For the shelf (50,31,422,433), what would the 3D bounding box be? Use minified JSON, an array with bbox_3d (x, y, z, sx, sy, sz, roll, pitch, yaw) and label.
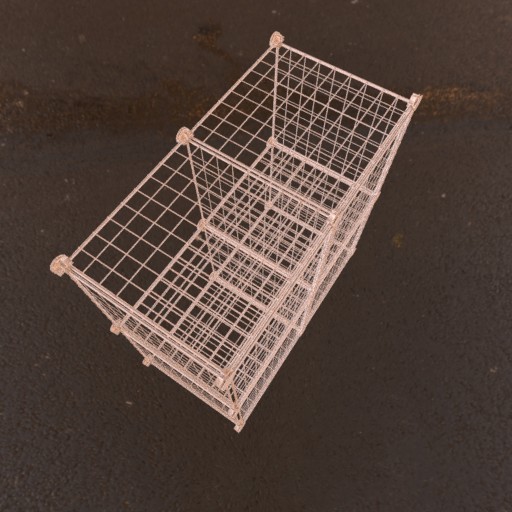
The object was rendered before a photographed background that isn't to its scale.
[{"bbox_3d":[0.000,0.000,1.138,0.356,0.711,0.711,31,67,14],"label":"shelf"}]
